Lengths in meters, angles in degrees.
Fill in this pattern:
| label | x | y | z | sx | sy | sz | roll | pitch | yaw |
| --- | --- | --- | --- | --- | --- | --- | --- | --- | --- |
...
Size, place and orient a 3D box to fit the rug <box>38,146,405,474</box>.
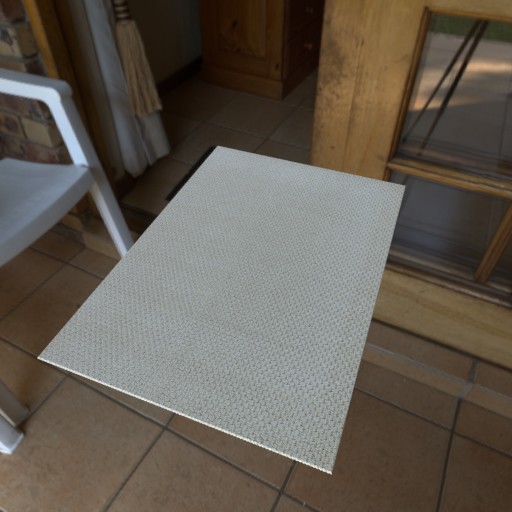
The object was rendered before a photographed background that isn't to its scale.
| label | x | y | z | sx | sy | sz | roll | pitch | yaw |
| --- | --- | --- | --- | --- | --- | --- | --- | --- | --- |
| rug | 0.000 | 0.000 | 2.731 | 1.509 | 0.013 | 2.144 | 15 | 47 | 15 |
